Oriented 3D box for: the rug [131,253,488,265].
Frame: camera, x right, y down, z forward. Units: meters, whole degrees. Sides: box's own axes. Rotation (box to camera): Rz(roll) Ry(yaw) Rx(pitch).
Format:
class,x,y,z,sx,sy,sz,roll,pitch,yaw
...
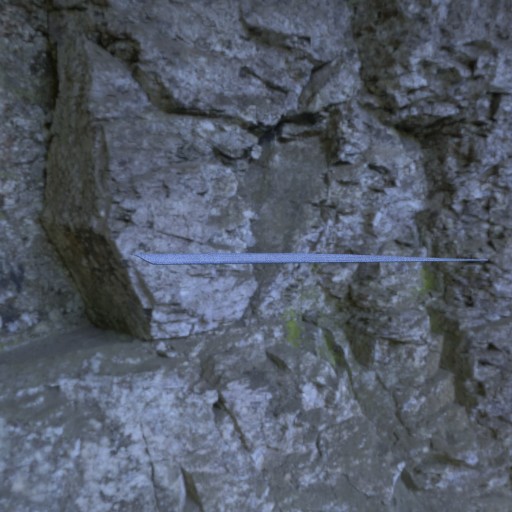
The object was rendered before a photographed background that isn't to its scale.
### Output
class,x,y,z,sx,sy,sz,roll,pitch,yaw
rug,0.000,0.000,2.180,1.135,0.010,1.740,0,1,-17
